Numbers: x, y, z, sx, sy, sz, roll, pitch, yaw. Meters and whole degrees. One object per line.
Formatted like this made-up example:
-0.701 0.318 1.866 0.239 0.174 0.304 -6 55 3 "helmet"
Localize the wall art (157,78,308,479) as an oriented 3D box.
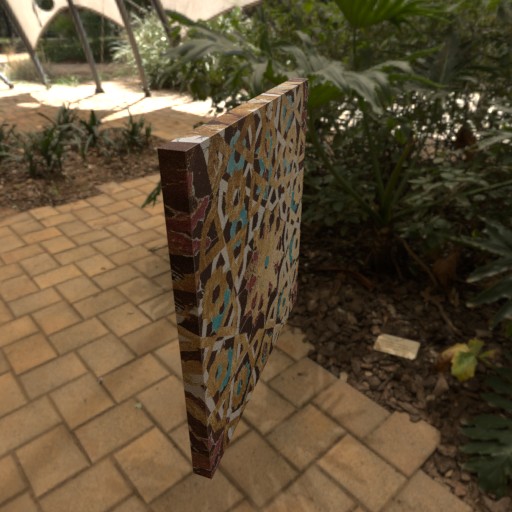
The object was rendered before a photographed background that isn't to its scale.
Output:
0.000 0.000 0.921 0.041 0.613 0.609 10 31 17 "wall art"
